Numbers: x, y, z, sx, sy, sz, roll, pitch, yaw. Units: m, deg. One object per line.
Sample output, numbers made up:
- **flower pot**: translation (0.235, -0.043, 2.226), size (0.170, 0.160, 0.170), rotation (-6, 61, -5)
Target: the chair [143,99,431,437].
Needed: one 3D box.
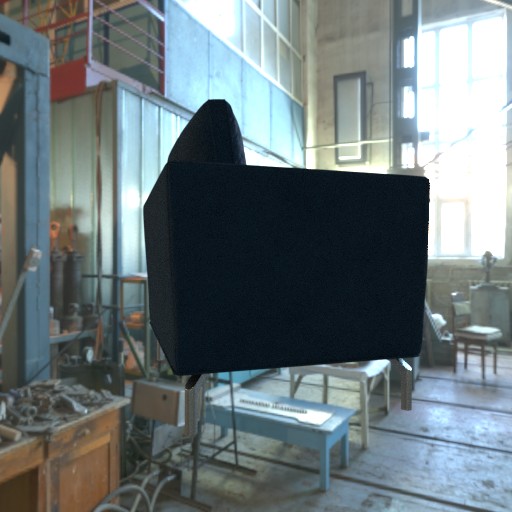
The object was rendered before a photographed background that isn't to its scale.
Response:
- **chair**: translation (0.000, 0.000, 1.597), size (0.746, 0.893, 0.977), rotation (0, 0, -17)
